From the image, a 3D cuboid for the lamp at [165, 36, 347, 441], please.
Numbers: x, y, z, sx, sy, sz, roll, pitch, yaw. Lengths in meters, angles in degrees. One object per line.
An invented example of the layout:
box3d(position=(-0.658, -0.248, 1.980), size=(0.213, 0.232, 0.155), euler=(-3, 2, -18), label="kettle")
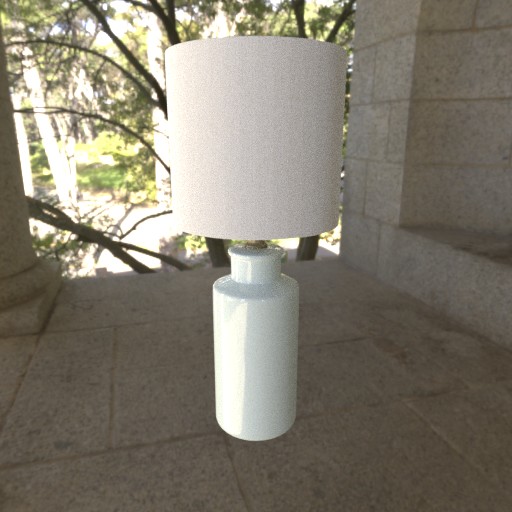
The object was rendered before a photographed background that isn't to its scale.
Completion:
box3d(position=(0.000, 0.000, 0.589), size=(0.212, 0.493, 0.212), euler=(15, 21, 43), label="lamp")
